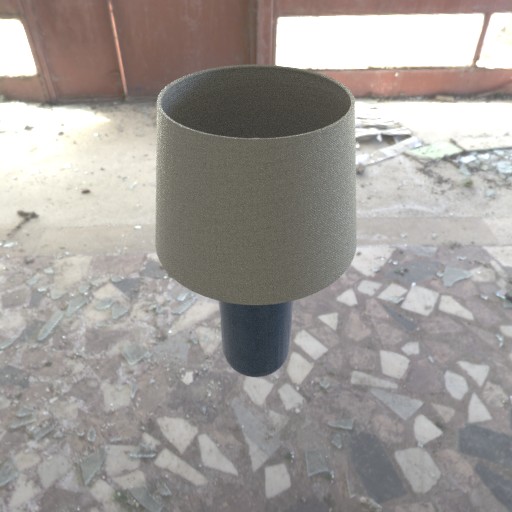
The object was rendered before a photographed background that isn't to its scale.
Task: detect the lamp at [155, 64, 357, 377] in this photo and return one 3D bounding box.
[{"bbox_3d":[0.000,0.000,0.590,0.253,0.428,0.253,0,40,0],"label":"lamp"}]
